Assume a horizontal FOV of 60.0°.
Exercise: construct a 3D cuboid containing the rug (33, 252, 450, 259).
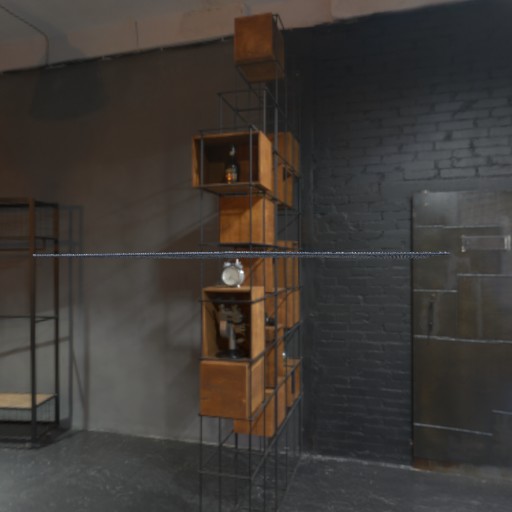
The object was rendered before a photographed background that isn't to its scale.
[{"bbox_3d":[0.000,0.000,3.116,2.349,0.030,1.624,0,-1,18],"label":"rug"}]
